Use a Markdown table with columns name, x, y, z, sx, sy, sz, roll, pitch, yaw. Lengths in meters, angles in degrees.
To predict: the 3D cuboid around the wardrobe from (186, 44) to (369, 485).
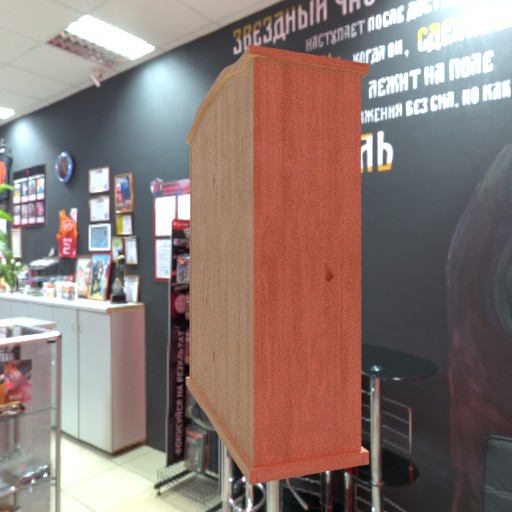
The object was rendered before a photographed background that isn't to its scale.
| name | x | y | z | sx | sy | sz | roll | pitch | yaw |
| --- | --- | --- | --- | --- | --- | --- | --- | --- | --- |
| wardrobe | 0.000 | 0.000 | 2.608 | 0.570 | 1.870 | 1.500 | 0 | 0 | -19 |
